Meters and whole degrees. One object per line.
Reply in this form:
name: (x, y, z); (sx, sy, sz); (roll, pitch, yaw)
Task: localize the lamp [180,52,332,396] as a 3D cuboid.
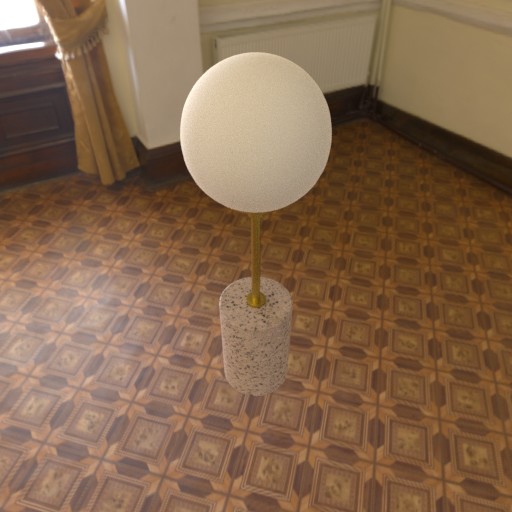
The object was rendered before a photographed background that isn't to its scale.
lamp: (0.000, 0.000, 0.560); (0.153, 0.480, 0.153); (0, 41, 0)
